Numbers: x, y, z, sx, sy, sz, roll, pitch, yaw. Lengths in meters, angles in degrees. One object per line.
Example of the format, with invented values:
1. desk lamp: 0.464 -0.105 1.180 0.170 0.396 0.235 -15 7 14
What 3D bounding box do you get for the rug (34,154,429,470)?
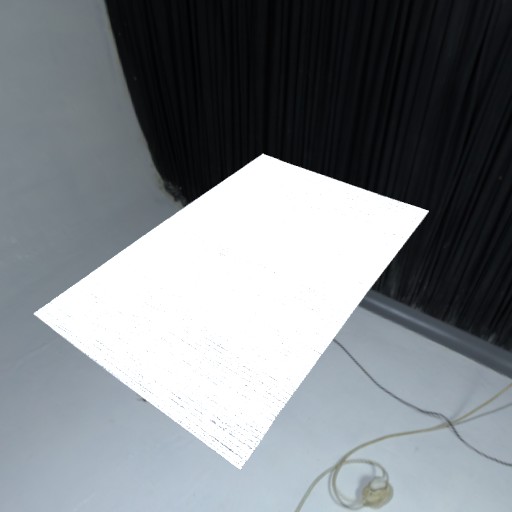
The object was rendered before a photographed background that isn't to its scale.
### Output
1. rug: 0.000 0.000 2.232 1.149 0.021 1.773 26 48 26
